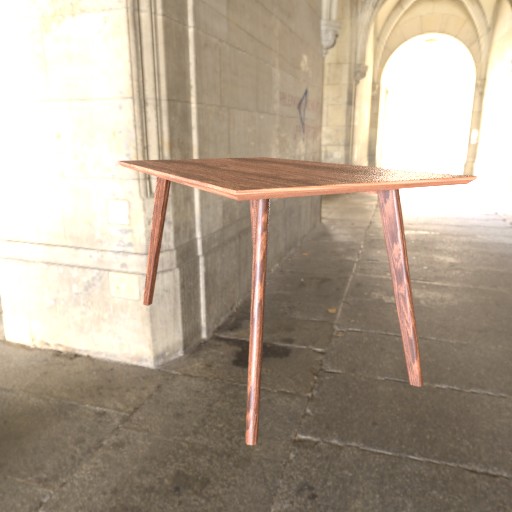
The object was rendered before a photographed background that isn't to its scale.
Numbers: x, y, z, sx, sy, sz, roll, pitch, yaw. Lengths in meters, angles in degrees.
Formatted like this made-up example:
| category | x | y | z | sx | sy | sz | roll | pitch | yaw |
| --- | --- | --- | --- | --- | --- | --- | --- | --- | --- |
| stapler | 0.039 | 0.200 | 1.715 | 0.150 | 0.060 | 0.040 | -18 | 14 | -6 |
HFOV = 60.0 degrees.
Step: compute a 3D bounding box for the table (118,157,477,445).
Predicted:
| category | x | y | z | sx | sy | sz | roll | pitch | yaw |
| --- | --- | --- | --- | --- | --- | --- | --- | --- | --- |
| table | 0.000 | 0.000 | 1.828 | 0.801 | 0.724 | 1.349 | -8 | 17 | -26 |
